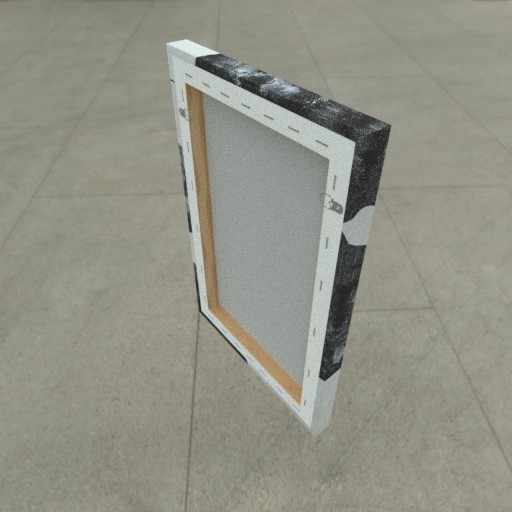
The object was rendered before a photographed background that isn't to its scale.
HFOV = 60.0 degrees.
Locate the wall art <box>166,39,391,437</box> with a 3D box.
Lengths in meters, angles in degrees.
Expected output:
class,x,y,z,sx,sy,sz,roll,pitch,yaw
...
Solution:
class,x,y,z,sx,sy,sz,roll,pitch,yaw
wall art,0.000,0.000,0.770,0.039,0.610,0.407,-27,47,-28
